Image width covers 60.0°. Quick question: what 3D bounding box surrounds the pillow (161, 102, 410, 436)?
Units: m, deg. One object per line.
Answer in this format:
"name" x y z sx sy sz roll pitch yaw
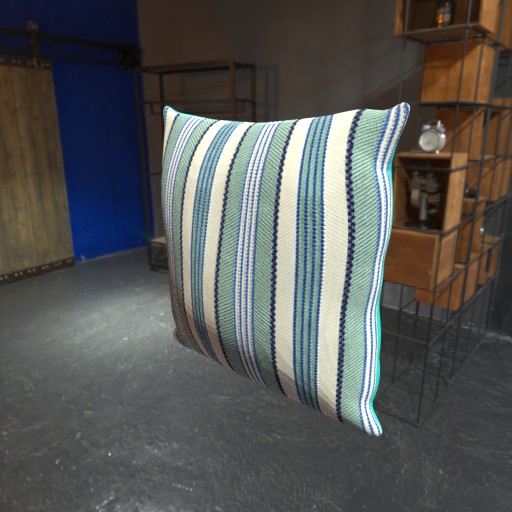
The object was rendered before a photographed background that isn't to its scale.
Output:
"pillow" 0.000 0.000 0.671 0.440 0.441 0.182 14 22 40
